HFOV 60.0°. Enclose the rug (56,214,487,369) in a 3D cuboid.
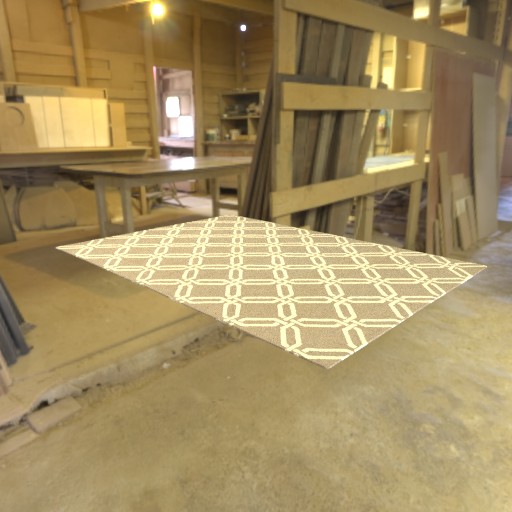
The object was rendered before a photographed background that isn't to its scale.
[{"bbox_3d":[0.000,0.000,4.272,3.419,0.020,2.441,15,22,42],"label":"rug"}]
